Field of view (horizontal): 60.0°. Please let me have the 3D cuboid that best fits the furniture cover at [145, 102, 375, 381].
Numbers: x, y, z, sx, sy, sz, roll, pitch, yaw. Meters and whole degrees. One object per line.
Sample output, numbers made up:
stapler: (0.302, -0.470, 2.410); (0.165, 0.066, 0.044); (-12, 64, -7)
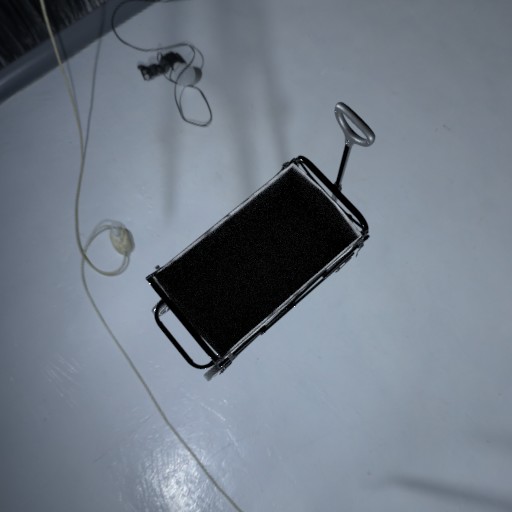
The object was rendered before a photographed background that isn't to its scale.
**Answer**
furniture cover: (0.000, 0.000, 1.809); (1.038, 1.295, 0.532); (-40, 80, -9)
